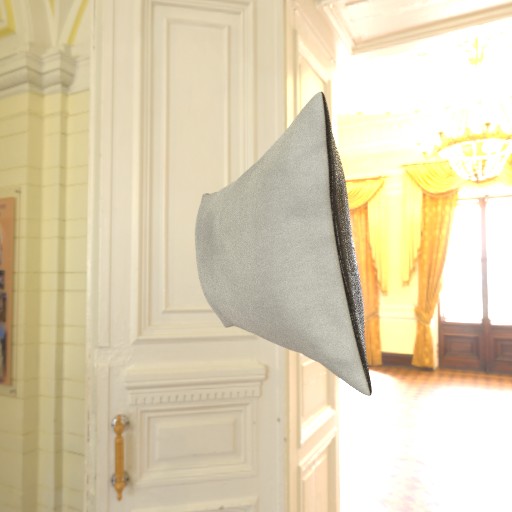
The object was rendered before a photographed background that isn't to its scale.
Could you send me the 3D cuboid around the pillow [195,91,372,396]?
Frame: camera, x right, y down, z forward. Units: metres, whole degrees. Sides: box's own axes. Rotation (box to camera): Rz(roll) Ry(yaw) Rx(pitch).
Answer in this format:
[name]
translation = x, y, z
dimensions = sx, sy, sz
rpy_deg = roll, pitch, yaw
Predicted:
[pillow]
translation = 0.000, 0.000, 0.731
dimensions = 0.156, 0.305, 0.608
rpy_deg = 1, -2, -18
